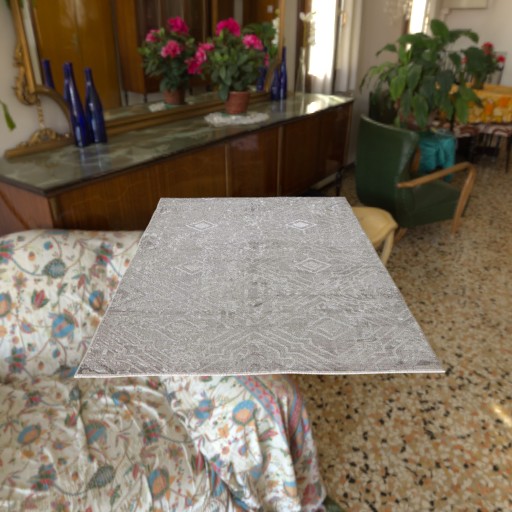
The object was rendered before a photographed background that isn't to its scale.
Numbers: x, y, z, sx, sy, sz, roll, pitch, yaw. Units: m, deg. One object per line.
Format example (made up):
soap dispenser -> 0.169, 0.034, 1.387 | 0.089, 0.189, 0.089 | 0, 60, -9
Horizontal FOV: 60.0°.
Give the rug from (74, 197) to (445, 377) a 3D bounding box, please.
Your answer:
rug -> 0.000, 0.000, 4.388 | 2.448, 0.020, 3.359 | -1, 28, -1
